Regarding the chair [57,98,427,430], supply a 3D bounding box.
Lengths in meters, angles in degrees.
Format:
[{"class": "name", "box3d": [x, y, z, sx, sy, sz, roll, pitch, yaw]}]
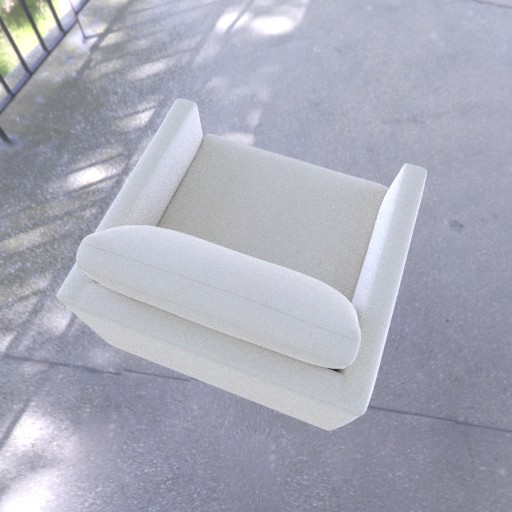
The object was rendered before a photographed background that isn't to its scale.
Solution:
[{"class": "chair", "box3d": [0.000, 0.000, 1.592, 0.964, 0.806, 0.875, 19, 65, 9]}]
